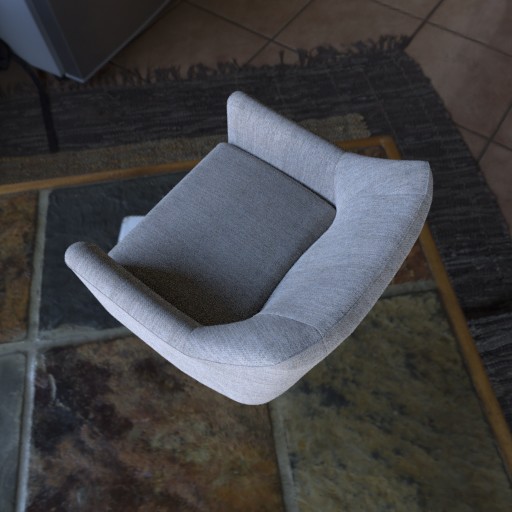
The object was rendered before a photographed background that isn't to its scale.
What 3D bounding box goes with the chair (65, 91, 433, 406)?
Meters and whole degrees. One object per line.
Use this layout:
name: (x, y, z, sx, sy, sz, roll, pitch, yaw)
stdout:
chair: (0.000, 0.000, 1.395, 0.758, 0.761, 0.796, 34, 68, 16)
